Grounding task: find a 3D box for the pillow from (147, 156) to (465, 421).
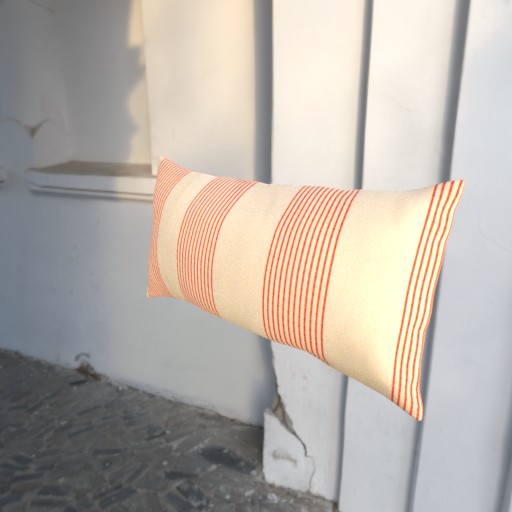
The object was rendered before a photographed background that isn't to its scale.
[{"bbox_3d":[0.000,0.000,0.720,0.608,0.292,0.156,15,22,42],"label":"pillow"}]
